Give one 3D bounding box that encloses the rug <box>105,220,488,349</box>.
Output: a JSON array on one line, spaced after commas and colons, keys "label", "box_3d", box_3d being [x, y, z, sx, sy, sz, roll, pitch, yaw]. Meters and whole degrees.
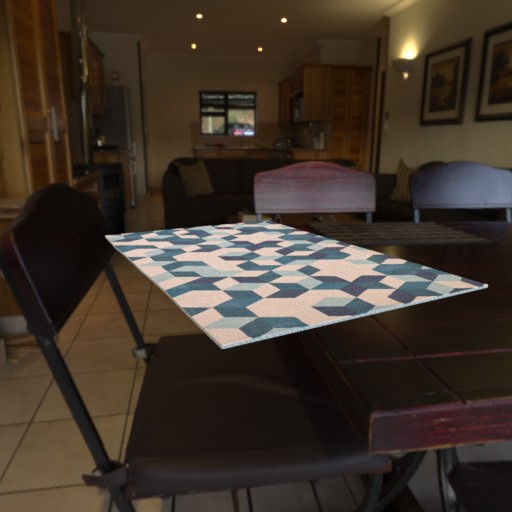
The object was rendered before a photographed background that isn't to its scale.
[{"label": "rug", "box_3d": [0.000, 0.000, 2.354, 1.235, 0.014, 1.829, -8, 16, -27]}]
